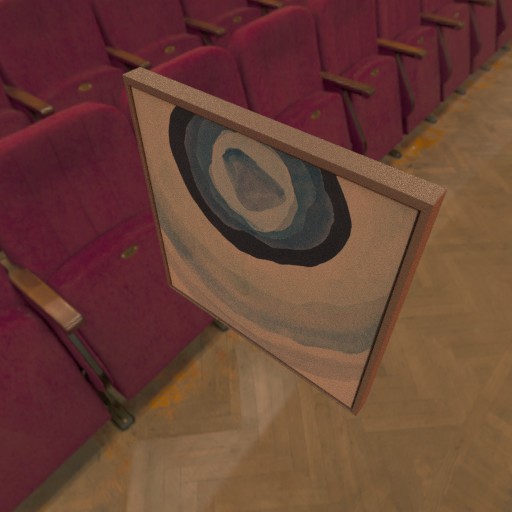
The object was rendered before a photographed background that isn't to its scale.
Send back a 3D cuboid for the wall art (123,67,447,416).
[{"bbox_3d":[0.000,0.000,0.528,0.349,0.349,0.028,30,53,26],"label":"wall art"}]
